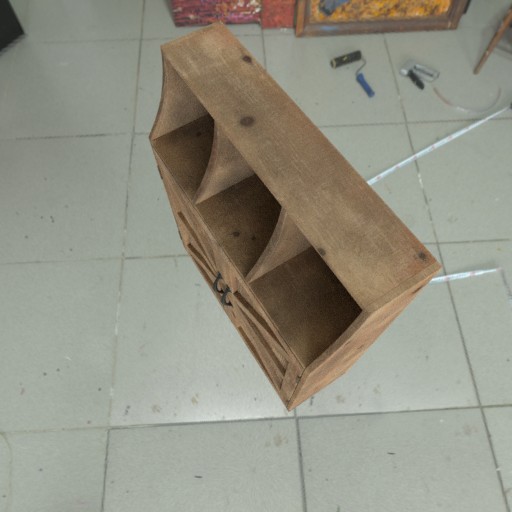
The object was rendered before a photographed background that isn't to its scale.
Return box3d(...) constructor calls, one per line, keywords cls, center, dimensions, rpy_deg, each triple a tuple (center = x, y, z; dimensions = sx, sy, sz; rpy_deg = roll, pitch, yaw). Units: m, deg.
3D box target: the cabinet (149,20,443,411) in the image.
box3d(cls="cabinet", center=(0.000, 0.000, 0.828), dimensions=(0.184, 0.590, 0.489), rpy_deg=(-30, 68, -14))
